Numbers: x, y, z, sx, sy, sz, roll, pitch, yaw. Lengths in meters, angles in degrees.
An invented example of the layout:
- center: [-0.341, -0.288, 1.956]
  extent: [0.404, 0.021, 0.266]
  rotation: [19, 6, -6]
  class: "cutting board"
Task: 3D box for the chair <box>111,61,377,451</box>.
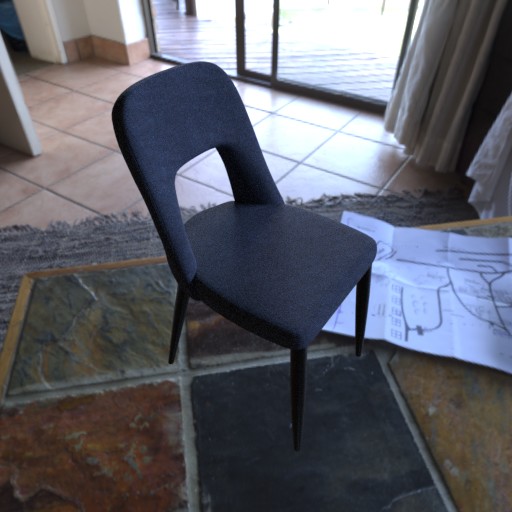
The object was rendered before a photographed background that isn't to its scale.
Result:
- center: [0.000, 0.000, 1.275]
  extent: [0.612, 0.931, 0.470]
  rotation: [25, 46, 26]
  class: "chair"
